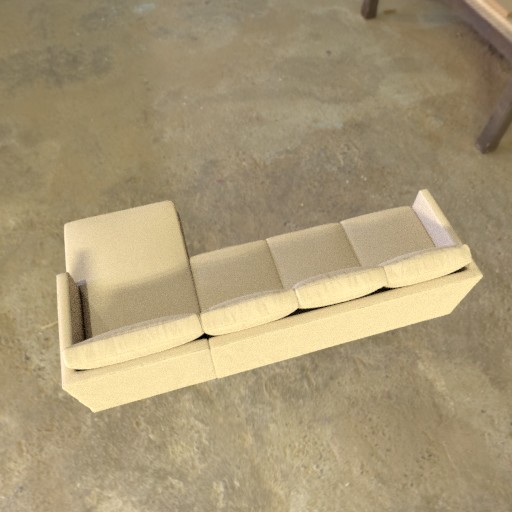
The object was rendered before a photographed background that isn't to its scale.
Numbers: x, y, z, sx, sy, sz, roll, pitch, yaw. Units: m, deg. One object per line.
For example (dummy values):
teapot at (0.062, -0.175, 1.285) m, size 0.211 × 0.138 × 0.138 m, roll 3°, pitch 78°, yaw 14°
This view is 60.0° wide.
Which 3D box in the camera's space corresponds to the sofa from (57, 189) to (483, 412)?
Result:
sofa at (0.000, 0.000, 3.795) m, size 3.206 × 0.871 × 1.622 m, roll -14°, pitch 59°, yaw -8°
